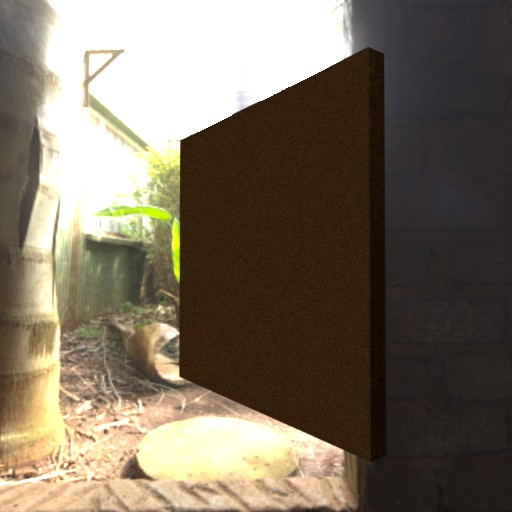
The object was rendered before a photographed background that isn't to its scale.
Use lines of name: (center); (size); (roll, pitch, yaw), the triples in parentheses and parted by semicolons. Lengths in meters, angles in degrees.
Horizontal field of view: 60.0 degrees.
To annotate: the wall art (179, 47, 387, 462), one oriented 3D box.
wall art: (0.000, 0.000, 0.898); (0.042, 0.608, 0.611); (0, -1, -37)
